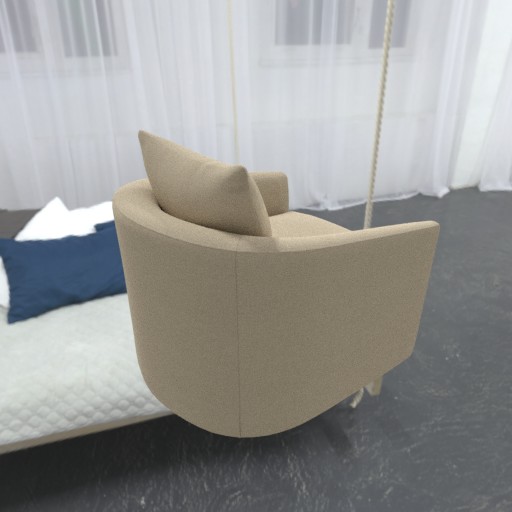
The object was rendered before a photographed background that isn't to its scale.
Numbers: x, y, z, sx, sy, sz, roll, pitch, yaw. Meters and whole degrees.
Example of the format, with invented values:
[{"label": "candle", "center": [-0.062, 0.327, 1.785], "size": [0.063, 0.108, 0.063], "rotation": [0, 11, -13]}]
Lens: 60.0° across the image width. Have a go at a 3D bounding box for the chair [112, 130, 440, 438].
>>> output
[{"label": "chair", "center": [0.000, 0.000, 1.564], "size": [0.910, 0.848, 0.845], "rotation": [-18, 31, -33]}]
